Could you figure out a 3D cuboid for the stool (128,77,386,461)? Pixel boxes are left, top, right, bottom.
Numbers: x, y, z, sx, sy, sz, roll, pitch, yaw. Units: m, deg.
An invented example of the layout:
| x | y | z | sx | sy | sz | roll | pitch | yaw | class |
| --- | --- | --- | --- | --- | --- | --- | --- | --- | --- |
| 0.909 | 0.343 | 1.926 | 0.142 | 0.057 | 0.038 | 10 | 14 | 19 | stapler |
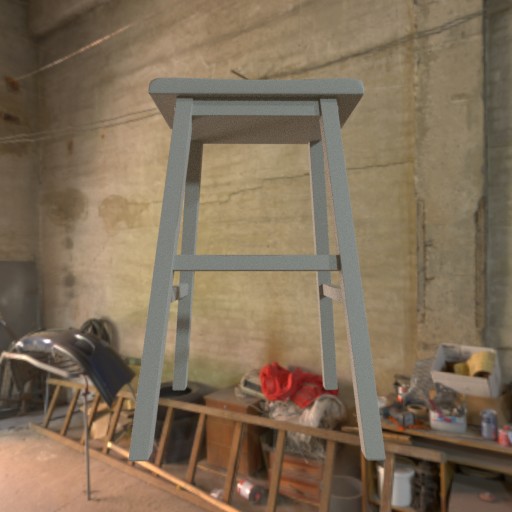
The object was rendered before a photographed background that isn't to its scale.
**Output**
| x | y | z | sx | sy | sz | roll | pitch | yaw | class |
| --- | --- | --- | --- | --- | --- | --- | --- | --- | --- |
| 0.000 | 0.000 | 1.032 | 0.457 | 0.737 | 0.476 | 0 | -1 | -1 | stool |
